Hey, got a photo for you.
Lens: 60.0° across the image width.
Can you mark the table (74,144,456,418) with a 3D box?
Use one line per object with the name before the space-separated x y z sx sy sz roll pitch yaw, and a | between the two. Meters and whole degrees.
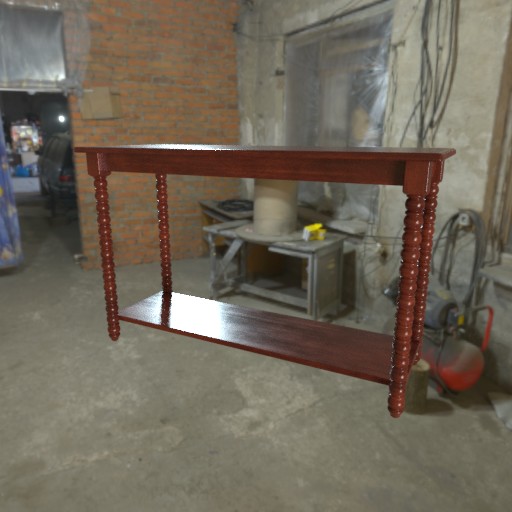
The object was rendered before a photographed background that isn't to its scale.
table | 0.000 0.000 1.554 1.184 0.740 0.459 8 17 26
